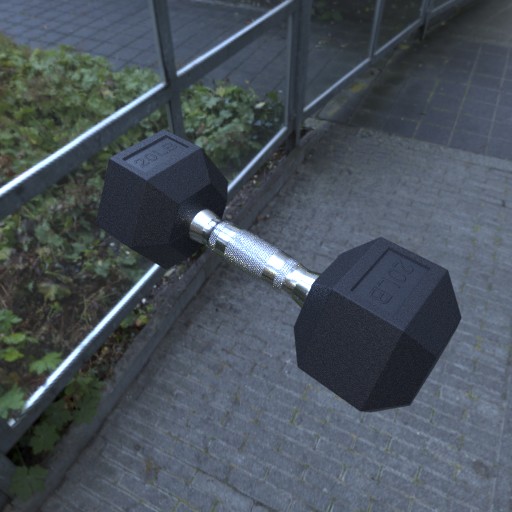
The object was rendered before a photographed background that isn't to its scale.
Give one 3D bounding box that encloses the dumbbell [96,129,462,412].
[{"bbox_3d":[0.000,0.000,0.319,0.272,0.092,0.106,31,53,26],"label":"dumbbell"}]
